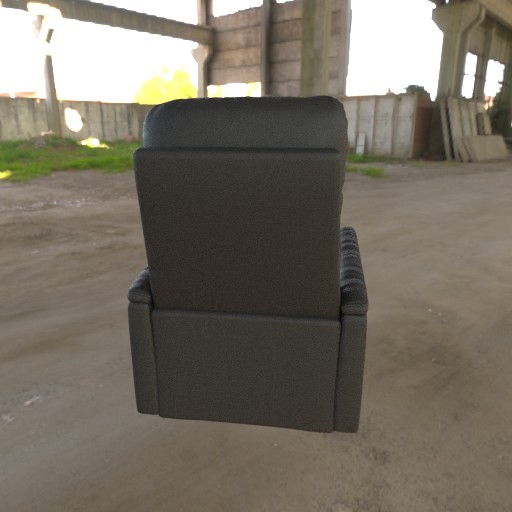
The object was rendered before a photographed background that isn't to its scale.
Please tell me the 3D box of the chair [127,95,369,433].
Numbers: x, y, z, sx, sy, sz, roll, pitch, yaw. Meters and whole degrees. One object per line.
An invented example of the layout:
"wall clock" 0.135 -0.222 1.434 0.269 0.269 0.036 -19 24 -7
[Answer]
"chair" 0.000 0.000 1.630 0.775 1.082 0.831 2 17 8
